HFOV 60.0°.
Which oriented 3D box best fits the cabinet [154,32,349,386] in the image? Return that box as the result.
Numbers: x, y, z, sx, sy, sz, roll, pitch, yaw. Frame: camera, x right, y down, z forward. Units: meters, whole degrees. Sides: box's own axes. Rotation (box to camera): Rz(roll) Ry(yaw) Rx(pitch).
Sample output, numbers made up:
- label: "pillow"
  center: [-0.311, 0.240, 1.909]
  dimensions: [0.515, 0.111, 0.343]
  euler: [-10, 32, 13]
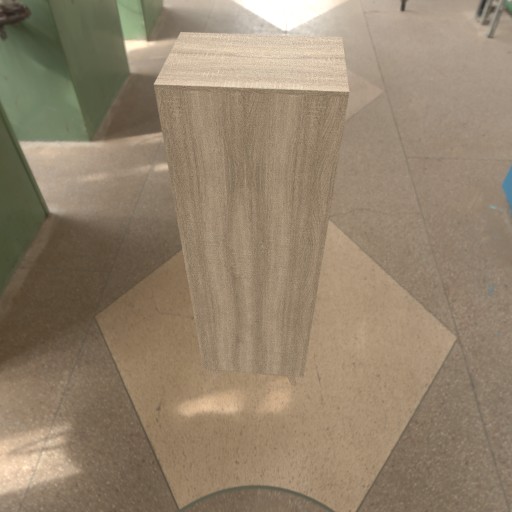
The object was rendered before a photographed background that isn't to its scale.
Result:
- label: "cabinet"
  center: [0.000, 0.000, 2.097]
  dimensions: [0.570, 1.850, 0.400]
  euler: [3, 47, 3]
